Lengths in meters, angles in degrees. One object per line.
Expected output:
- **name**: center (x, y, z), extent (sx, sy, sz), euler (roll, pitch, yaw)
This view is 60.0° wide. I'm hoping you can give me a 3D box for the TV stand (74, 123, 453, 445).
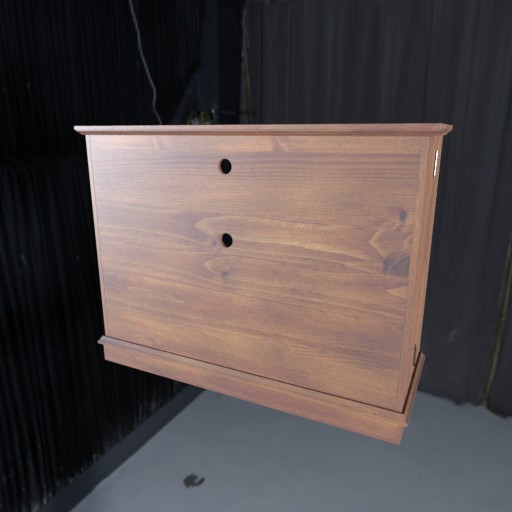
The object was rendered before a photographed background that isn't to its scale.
- **TV stand**: center (0.000, 0.000, 1.442), extent (1.067, 0.813, 0.406), euler (8, 17, 25)
